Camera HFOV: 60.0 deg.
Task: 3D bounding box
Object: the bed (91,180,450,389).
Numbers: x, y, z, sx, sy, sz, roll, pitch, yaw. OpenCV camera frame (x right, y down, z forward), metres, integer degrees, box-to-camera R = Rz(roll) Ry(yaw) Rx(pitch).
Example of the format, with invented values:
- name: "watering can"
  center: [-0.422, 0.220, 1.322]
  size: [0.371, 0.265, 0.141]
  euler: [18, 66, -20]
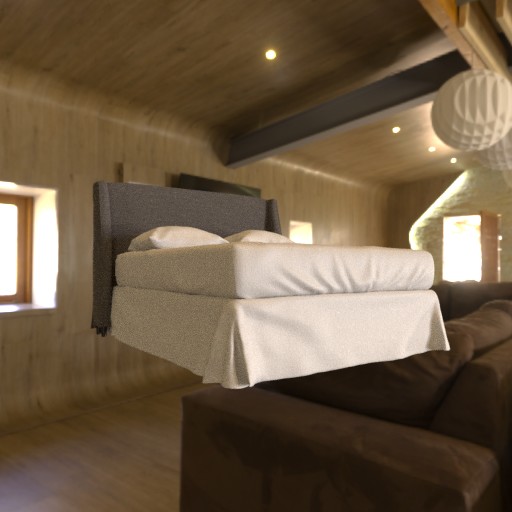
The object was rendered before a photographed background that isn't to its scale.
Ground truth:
- name: "bed"
  center: [0.000, 0.000, 3.441]
  size: [1.925, 1.332, 2.276]
  euler: [1, -2, -34]
